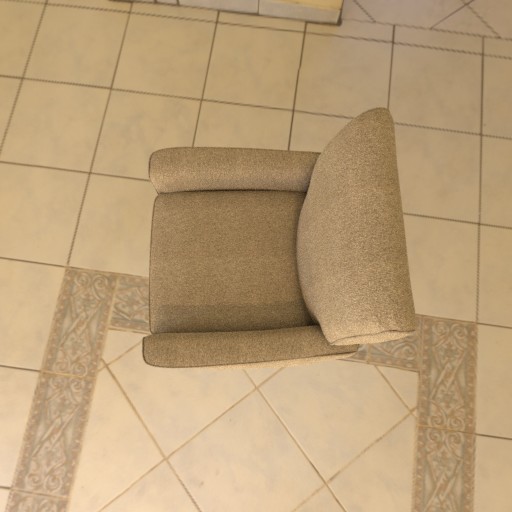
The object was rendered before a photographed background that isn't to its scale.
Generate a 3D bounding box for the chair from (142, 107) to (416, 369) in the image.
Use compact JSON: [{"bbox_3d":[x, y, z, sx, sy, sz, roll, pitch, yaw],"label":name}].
[{"bbox_3d":[0.000,0.000,1.709,0.858,1.028,0.841,-2,76,0],"label":"chair"}]
